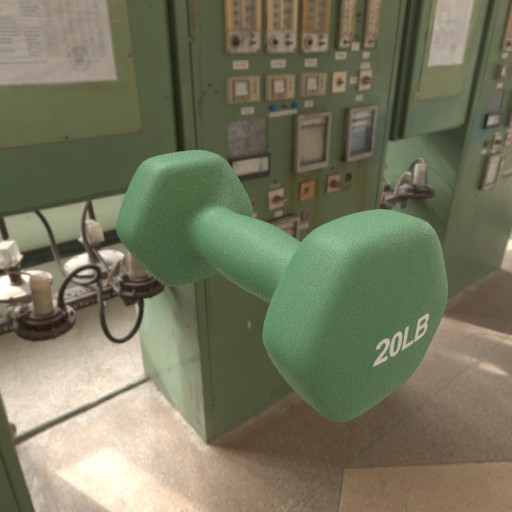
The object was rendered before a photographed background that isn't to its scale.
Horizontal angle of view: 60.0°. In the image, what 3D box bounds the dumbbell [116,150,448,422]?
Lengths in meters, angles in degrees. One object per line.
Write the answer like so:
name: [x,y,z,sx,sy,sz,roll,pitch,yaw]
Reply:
dumbbell: [0.000,0.000,0.324,0.126,0.114,0.257,-18,31,-33]
